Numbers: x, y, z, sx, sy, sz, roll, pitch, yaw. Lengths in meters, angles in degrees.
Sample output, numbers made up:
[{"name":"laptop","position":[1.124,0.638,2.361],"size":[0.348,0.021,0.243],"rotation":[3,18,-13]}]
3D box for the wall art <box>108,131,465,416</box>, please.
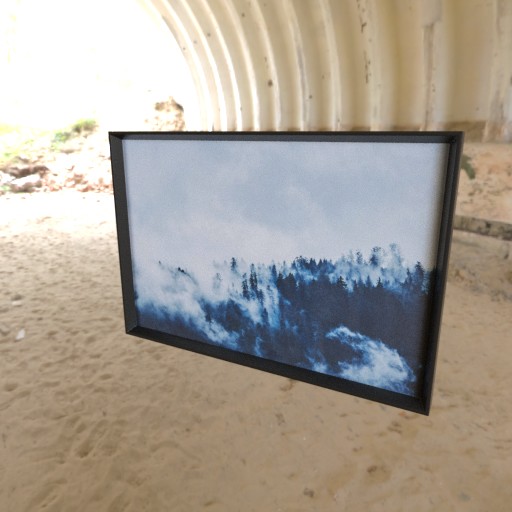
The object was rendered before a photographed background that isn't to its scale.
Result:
[{"name":"wall art","position":[0.000,0.000,1.181],"size":[0.939,0.640,0.058],"rotation":[8,18,27]}]
